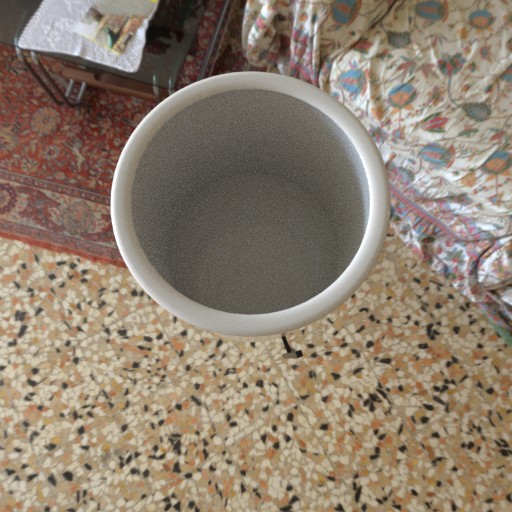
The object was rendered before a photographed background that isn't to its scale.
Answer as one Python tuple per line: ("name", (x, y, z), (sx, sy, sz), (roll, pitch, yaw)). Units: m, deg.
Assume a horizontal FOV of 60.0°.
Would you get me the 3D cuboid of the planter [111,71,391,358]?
("planter", (0.000, 0.000, 0.645), (0.307, 0.431, 0.308), (-20, 78, -5))
